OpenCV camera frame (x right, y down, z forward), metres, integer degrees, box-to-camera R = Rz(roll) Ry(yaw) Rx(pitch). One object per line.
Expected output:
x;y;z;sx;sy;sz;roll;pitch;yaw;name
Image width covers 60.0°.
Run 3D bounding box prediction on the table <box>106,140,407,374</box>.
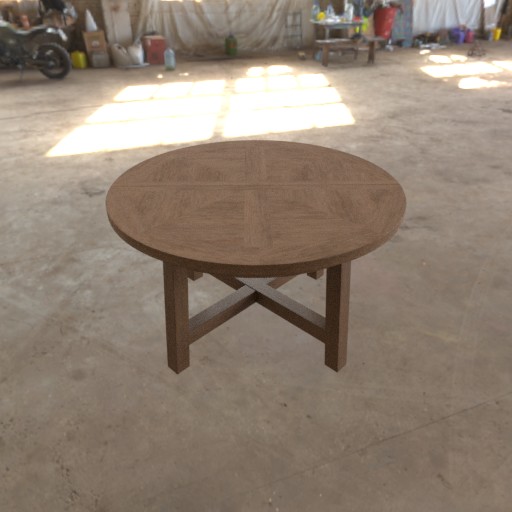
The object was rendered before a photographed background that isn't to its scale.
0.000;0.000;2.224;1.319;0.762;1.319;0;32;0;table
